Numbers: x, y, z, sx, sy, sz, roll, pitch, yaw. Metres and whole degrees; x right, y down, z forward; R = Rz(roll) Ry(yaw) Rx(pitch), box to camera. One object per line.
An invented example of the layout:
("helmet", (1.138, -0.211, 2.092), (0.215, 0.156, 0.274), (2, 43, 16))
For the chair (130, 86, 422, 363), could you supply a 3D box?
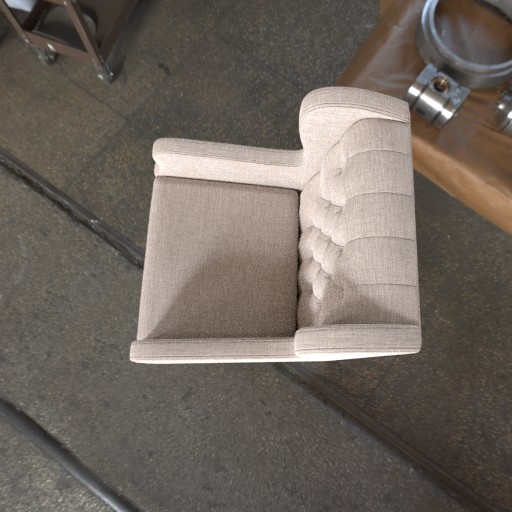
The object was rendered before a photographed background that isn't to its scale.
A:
("chair", (0.000, 0.000, 1.455), (0.760, 0.930, 0.710), (2, 75, 1))
